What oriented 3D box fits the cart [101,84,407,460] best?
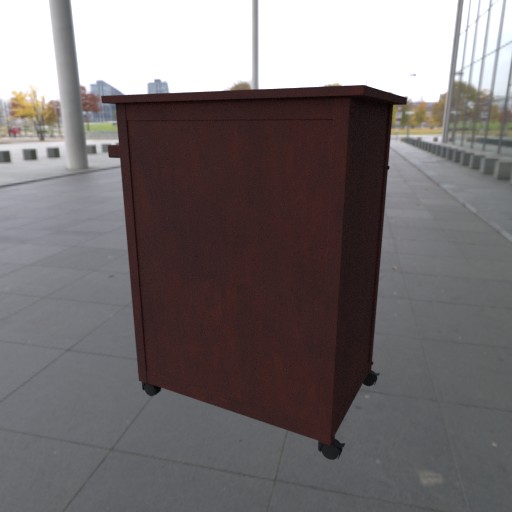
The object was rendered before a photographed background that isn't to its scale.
[{"bbox_3d":[0.000,0.000,1.276,0.683,0.864,0.442,9,18,27],"label":"cart"}]
